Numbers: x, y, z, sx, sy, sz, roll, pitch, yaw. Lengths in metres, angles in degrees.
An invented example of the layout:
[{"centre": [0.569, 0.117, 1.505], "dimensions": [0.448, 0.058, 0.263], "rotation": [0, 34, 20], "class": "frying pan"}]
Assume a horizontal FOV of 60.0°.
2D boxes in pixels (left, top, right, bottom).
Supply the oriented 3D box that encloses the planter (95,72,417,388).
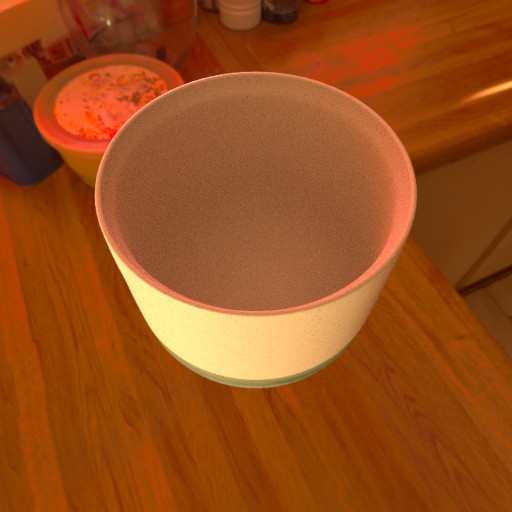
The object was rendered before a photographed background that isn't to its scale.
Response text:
[{"centre": [0.000, 0.000, 0.485], "dimensions": [0.268, 0.270, 0.268], "rotation": [0, 58, 0], "class": "planter"}]
